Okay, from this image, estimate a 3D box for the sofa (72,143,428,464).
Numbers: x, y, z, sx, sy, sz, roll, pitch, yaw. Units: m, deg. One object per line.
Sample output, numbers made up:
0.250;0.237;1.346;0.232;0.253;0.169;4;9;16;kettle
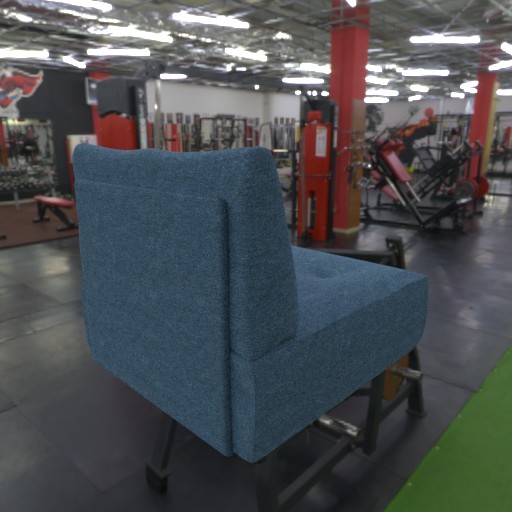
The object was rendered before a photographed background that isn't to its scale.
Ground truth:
0.000;0.000;1.664;0.930;0.820;1.000;14;20;43;sofa
